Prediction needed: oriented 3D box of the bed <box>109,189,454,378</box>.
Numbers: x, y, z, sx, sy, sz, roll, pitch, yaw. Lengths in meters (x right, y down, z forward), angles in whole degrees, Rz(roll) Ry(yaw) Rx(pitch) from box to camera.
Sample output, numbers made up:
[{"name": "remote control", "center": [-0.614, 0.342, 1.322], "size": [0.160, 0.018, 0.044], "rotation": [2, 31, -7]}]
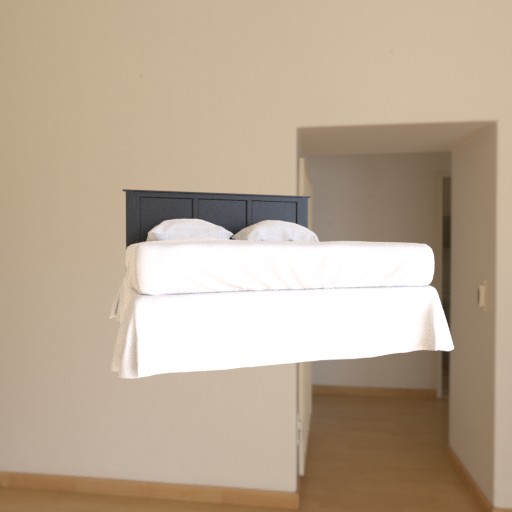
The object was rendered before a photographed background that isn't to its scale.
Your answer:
[{"name": "bed", "center": [0.000, 0.000, 3.641], "size": [2.315, 1.271, 2.219], "rotation": [0, 1, -18]}]
